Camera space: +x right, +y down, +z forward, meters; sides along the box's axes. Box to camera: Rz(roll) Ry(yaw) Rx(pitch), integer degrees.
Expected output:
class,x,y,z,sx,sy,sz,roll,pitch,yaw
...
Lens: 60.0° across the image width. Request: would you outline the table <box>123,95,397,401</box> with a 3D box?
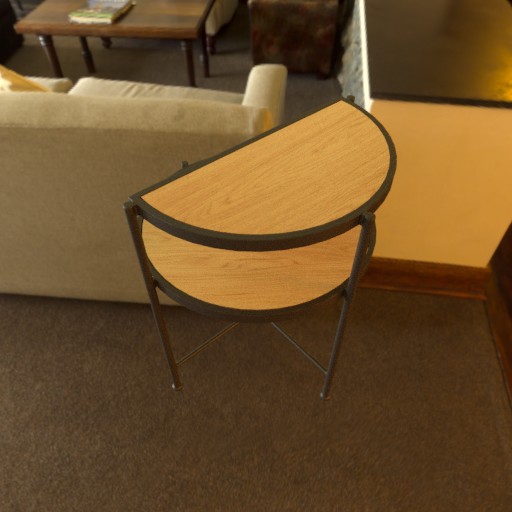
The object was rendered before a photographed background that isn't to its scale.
class,x,y,z,sx,sy,sz,roll,pitch,yaw
table,0.000,0.000,1.167,0.629,0.684,0.628,-32,55,-27
